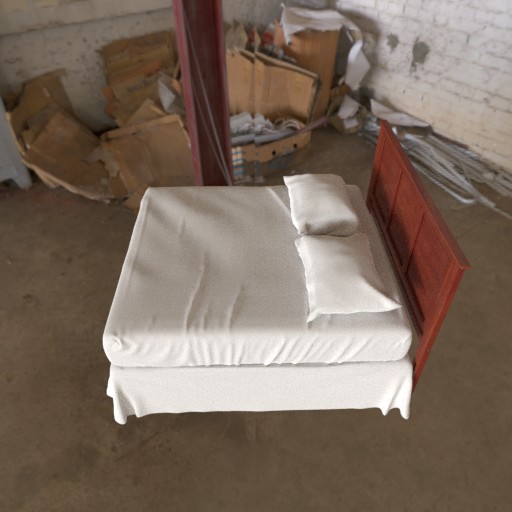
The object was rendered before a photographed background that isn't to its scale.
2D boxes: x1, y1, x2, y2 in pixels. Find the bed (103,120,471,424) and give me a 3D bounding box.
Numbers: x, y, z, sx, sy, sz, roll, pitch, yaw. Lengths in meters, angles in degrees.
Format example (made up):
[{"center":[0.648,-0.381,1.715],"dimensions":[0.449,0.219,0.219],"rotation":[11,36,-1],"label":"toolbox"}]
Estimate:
[{"center":[0.000,0.000,3.147],"dimensions":[2.050,1.270,1.870],"rotation":[-1,41,-1],"label":"bed"}]
